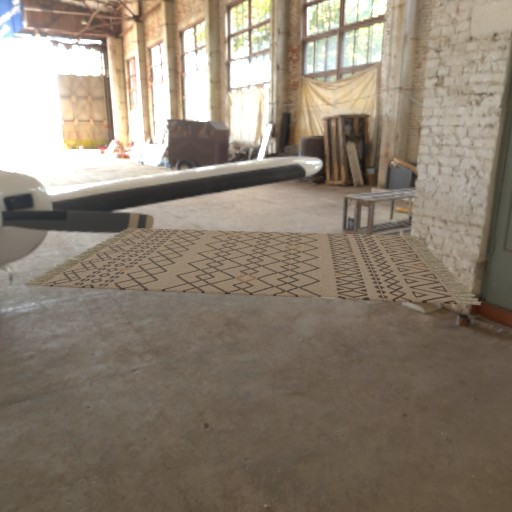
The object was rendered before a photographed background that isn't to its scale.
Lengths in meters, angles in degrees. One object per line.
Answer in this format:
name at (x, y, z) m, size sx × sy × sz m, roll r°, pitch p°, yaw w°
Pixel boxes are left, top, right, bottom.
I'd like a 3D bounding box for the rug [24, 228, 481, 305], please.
rug at (0.000, 0.000, 2.498) m, size 2.023 × 0.028 × 1.224 m, roll 2°, pitch 16°, yaw 7°
